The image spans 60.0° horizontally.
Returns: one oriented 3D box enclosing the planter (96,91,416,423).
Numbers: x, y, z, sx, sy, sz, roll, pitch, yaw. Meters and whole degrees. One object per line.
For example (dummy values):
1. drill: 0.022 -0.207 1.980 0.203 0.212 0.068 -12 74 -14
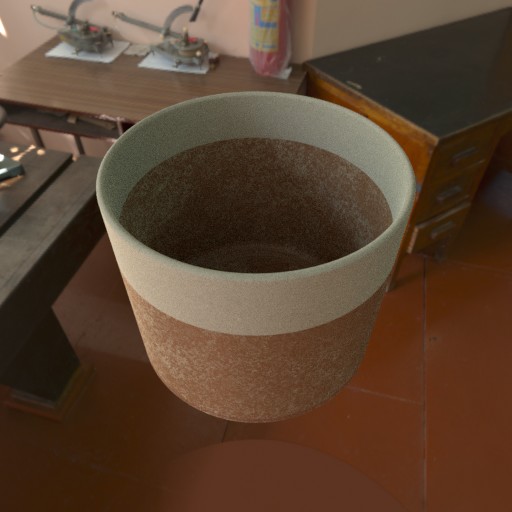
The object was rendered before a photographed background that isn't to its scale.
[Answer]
1. planter: 0.000 0.000 0.274 0.159 0.138 0.159 0 46 0
